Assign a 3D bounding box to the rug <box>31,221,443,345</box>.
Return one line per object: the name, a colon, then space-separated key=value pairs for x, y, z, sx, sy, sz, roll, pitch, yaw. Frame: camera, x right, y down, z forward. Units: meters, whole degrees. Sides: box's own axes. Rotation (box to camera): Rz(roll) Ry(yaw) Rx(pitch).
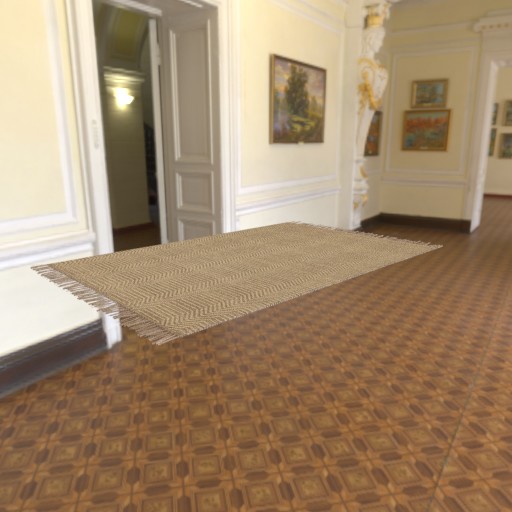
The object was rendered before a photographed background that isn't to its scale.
rug: x=0.000 y=0.000 z=3.094 sx=2.523 sy=0.034 sz=1.528 roll=-13 pitch=19 yaw=-42
